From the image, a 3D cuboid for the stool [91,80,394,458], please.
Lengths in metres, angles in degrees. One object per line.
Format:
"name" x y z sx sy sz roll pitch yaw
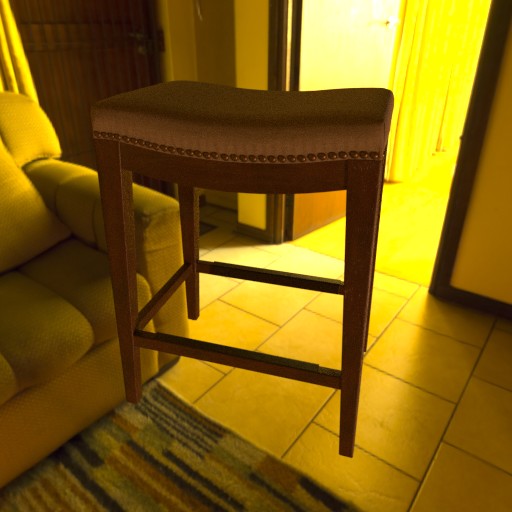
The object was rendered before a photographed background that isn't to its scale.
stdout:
"stool" 0.000 0.000 0.940 0.508 0.660 0.356 8 29 15
